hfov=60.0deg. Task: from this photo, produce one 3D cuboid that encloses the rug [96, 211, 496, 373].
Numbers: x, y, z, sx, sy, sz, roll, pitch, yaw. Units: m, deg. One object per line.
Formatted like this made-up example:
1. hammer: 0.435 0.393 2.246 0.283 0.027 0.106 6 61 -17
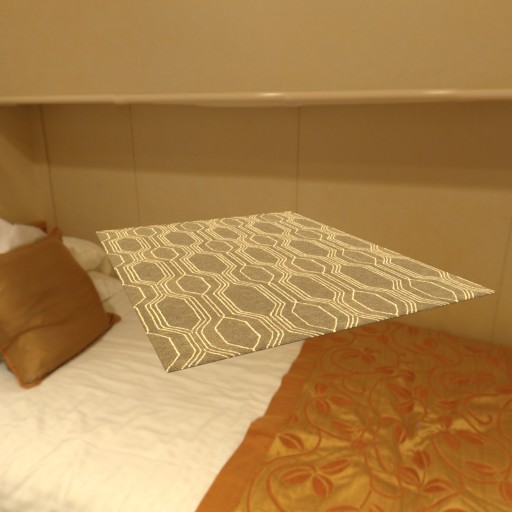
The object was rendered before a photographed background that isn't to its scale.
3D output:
1. rug: 0.000 0.000 4.063 2.457 0.012 3.062 -8 20 -24
